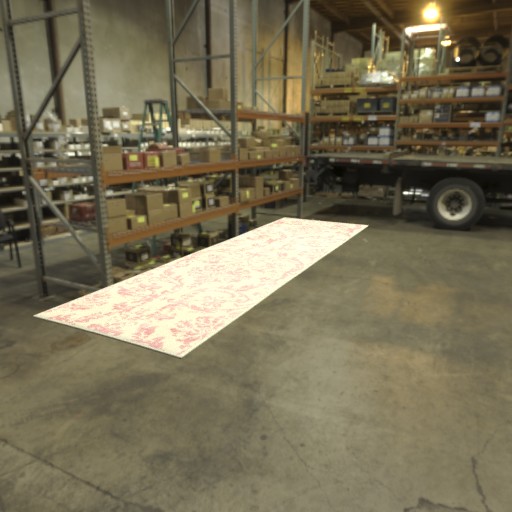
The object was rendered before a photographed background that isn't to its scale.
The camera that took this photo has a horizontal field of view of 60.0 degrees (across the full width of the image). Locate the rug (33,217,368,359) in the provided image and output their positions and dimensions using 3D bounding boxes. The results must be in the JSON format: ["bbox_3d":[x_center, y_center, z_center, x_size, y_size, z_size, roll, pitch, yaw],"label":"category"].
[{"bbox_3d":[0.000,0.000,2.382,0.662,0.011,2.196,8,17,27],"label":"rug"}]
